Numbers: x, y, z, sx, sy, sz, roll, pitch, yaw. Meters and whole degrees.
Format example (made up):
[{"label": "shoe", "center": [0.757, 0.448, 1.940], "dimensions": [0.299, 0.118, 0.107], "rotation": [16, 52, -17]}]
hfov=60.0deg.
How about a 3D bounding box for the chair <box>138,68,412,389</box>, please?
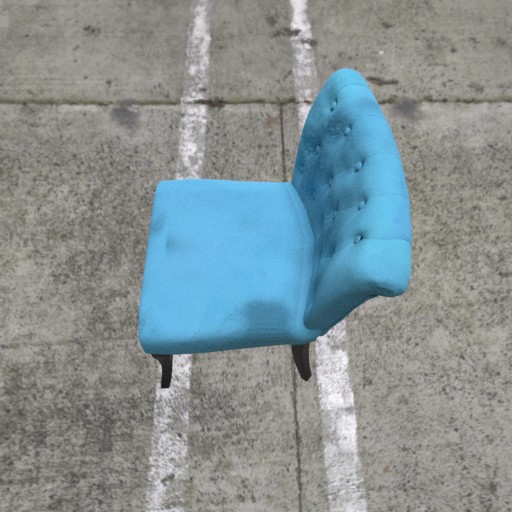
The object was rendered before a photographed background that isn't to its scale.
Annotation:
[{"label": "chair", "center": [0.000, 0.000, 1.195], "dimensions": [0.605, 0.750, 0.582], "rotation": [-1, 58, -1]}]
